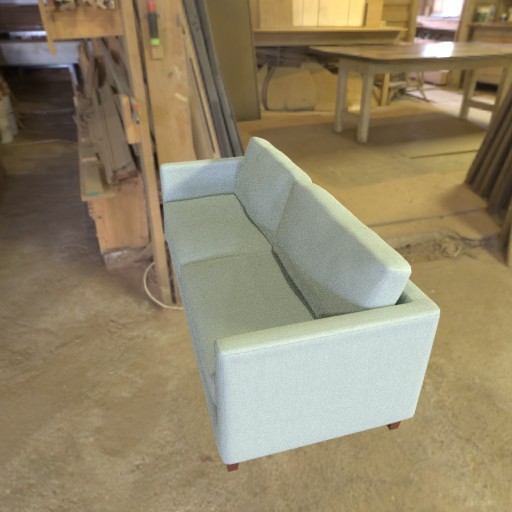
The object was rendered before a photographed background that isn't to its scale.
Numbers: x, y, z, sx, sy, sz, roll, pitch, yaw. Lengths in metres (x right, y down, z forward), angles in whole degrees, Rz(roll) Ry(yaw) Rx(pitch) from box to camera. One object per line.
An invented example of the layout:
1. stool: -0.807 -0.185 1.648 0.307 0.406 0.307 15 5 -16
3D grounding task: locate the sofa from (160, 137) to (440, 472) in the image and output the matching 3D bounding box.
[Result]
1. sofa: 0.000 0.000 2.702 0.951 0.965 2.208 -8 31 -14
